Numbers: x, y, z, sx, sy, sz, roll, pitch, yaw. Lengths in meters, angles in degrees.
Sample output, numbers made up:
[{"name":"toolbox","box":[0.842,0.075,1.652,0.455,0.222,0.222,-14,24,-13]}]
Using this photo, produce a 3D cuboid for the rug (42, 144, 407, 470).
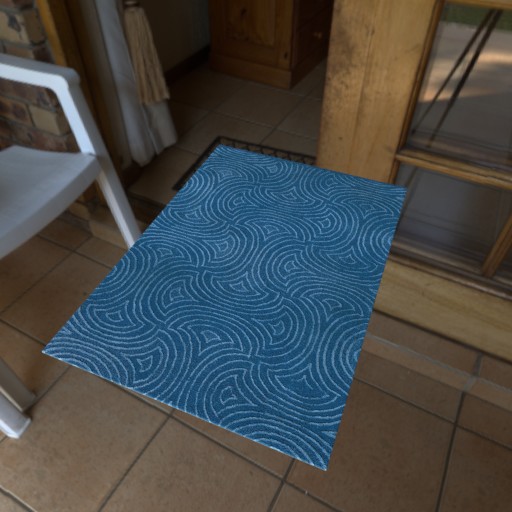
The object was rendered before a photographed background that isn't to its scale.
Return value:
[{"name":"rug","box":[0.000,0.000,2.804,1.543,0.015,2.144,17,48,15]}]
